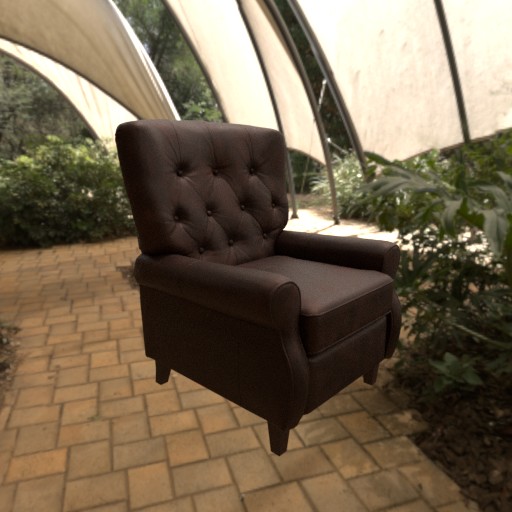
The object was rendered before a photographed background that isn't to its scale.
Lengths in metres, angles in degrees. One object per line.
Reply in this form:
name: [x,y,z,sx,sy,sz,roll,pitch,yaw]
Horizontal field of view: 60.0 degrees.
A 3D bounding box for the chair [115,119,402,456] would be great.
chair: [0.000,0.000,1.924,1.058,1.158,0.948,12,19,41]
